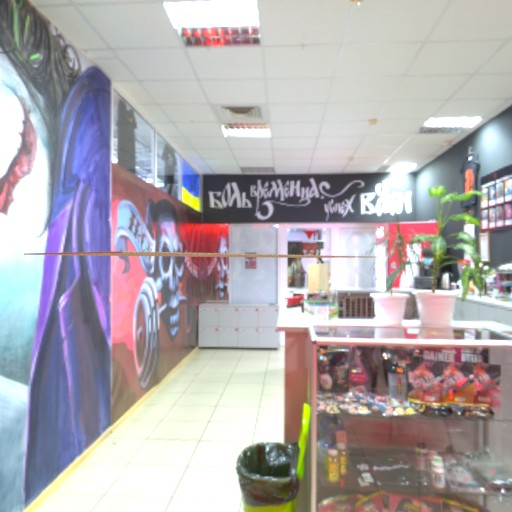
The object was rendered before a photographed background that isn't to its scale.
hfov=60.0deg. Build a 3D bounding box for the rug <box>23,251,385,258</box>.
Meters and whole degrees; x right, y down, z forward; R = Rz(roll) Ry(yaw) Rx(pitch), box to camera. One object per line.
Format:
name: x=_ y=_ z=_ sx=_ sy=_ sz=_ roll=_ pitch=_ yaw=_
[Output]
rug: x=0.000 y=0.000 z=2.684 sx=0.686 sy=0.006 sz=2.437 roll=0 pitch=-1 yaw=37
